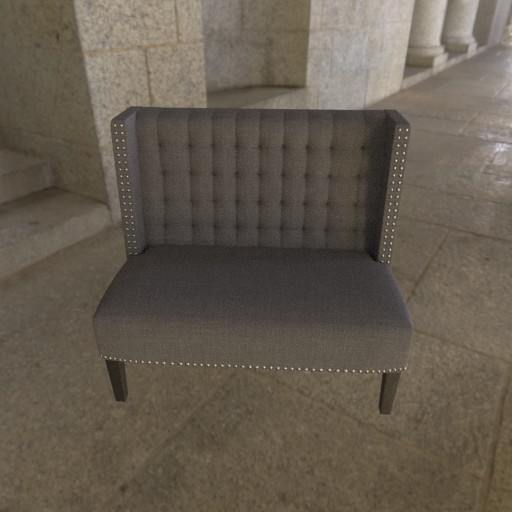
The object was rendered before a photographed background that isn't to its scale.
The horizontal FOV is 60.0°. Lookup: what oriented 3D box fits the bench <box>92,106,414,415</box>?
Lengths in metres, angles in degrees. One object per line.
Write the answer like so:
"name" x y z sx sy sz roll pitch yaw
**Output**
"bench" 0.000 0.000 1.989 1.276 1.121 0.842 2 30 3
